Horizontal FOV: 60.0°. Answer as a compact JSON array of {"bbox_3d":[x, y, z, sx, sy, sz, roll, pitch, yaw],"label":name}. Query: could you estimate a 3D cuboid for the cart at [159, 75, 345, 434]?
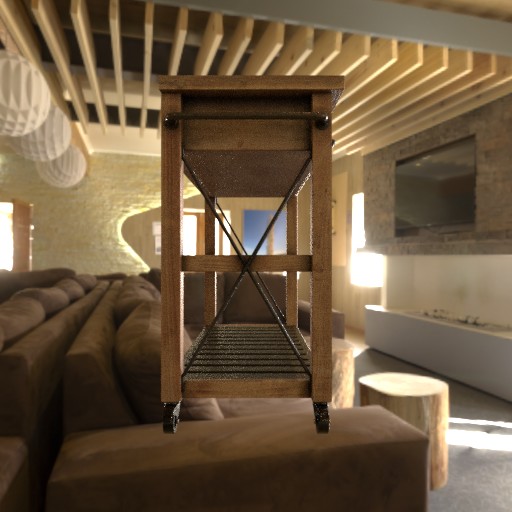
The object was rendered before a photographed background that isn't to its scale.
[{"bbox_3d":[0.000,0.000,1.002,0.298,0.554,0.686,0,0,0],"label":"cart"}]
